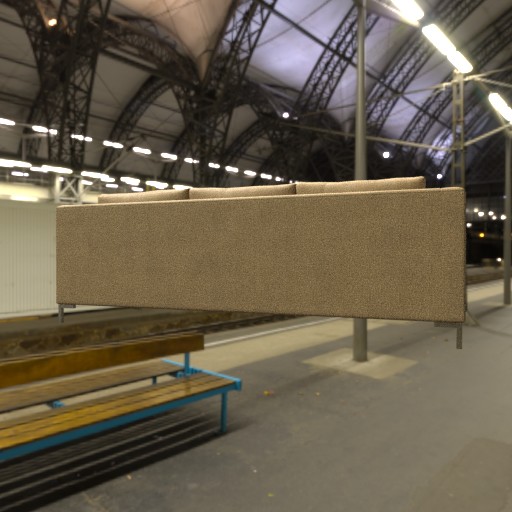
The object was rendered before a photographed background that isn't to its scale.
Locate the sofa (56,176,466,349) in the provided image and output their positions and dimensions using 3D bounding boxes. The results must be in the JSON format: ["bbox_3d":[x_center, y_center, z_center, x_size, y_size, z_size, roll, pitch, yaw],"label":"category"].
[{"bbox_3d":[0.000,0.000,2.917,2.415,0.867,0.969,0,0,20],"label":"sofa"}]
